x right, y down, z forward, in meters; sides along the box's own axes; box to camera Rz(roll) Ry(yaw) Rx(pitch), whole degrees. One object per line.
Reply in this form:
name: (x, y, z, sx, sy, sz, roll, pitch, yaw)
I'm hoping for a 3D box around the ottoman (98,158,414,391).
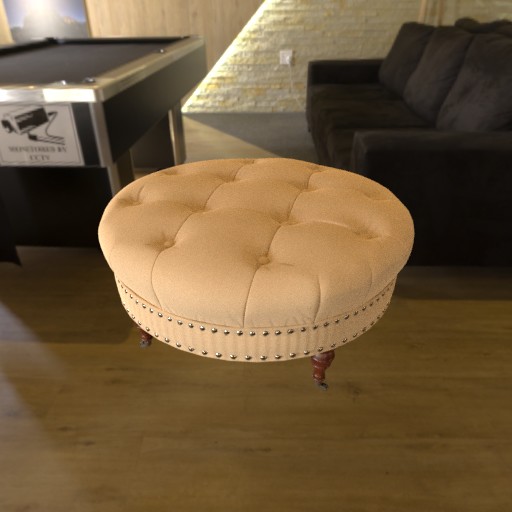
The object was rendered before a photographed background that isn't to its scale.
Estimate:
ottoman: (0.000, 0.000, 1.394, 0.901, 0.439, 0.901, 0, 30, 0)
